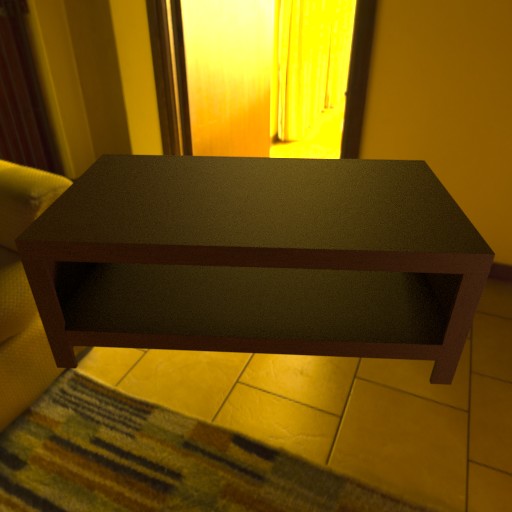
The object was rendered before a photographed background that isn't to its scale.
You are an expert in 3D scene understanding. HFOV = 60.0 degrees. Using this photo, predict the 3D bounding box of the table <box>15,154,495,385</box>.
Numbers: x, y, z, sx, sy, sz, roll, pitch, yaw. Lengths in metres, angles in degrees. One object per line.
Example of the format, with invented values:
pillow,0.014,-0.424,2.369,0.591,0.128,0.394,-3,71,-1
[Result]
table,0.000,0.000,1.376,1.099,0.424,0.597,2,32,3
